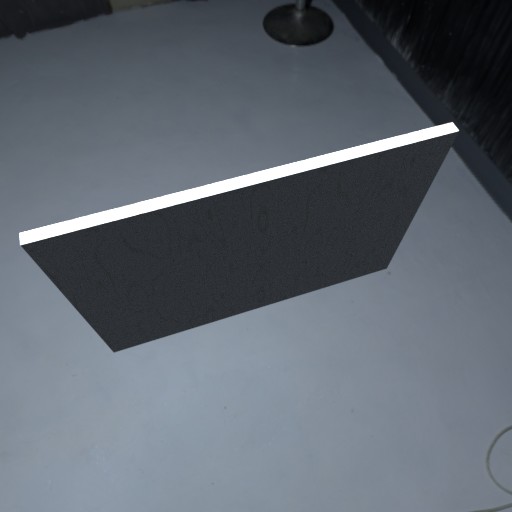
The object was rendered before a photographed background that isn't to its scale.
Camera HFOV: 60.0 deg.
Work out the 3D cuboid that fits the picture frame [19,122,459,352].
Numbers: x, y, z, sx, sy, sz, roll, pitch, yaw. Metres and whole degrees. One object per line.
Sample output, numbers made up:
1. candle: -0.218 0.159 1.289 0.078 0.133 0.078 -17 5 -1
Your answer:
1. picture frame: 0.000 0.000 1.199 0.950 0.640 0.029 -16 61 -9
